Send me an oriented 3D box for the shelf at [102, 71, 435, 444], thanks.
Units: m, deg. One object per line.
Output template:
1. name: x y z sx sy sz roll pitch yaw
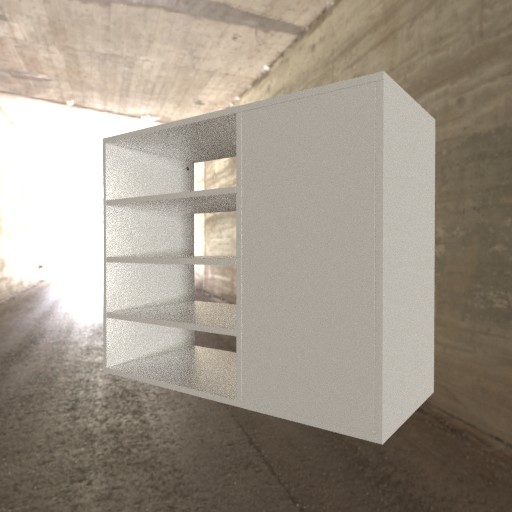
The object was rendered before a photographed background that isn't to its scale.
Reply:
1. shelf: 0.000 0.000 1.288 0.895 0.732 0.396 1 1 36
